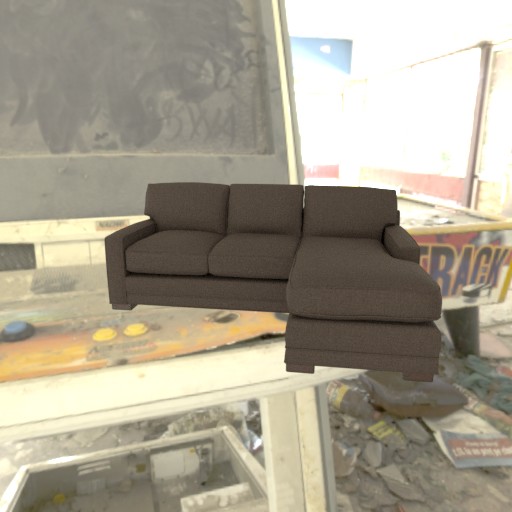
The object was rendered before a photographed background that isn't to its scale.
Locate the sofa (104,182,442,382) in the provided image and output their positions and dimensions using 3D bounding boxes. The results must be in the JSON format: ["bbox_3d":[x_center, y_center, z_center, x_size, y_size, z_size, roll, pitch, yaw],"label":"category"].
[{"bbox_3d":[0.000,0.000,3.379,2.370,0.973,1.790,2,14,8],"label":"sofa"}]
